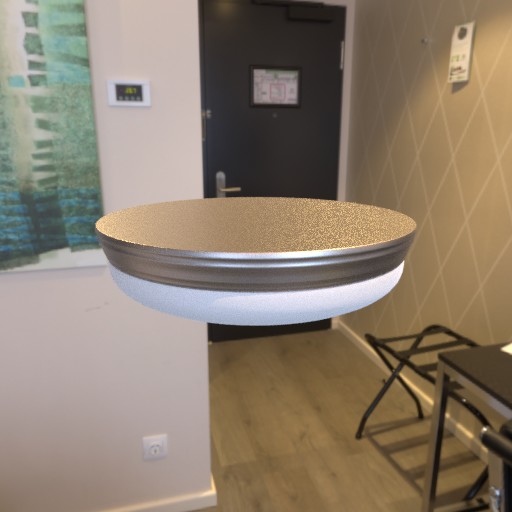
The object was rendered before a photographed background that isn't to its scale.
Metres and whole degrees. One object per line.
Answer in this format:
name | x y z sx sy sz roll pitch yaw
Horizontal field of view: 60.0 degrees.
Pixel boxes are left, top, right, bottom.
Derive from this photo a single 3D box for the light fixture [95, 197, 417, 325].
light fixture | 0.000 0.000 0.547 0.368 0.100 0.368 0 15 0
